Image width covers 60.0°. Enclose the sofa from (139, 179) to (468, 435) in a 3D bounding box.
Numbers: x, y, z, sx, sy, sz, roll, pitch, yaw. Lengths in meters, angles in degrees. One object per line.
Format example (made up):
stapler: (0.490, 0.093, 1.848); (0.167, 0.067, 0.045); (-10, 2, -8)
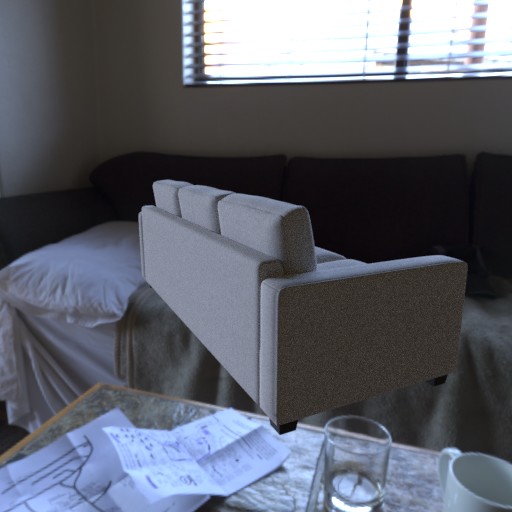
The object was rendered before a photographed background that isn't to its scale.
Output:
sofa: (0.000, 0.000, 2.551); (0.900, 0.800, 2.120); (-6, 15, -26)
